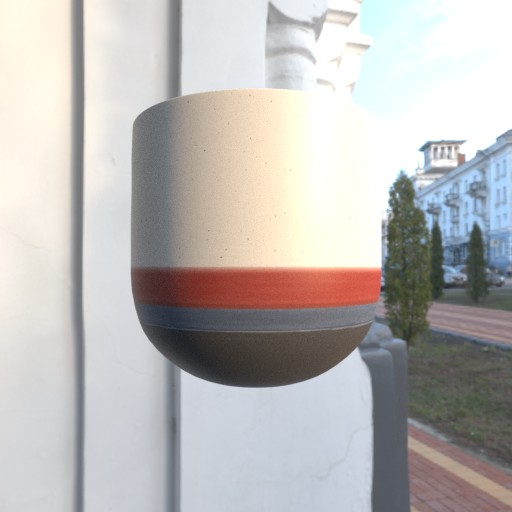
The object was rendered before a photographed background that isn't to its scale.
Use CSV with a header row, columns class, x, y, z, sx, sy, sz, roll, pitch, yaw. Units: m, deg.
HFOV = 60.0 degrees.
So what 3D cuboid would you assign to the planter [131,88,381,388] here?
class,x,y,z,sx,sy,sz,roll,pitch,yaw
planter,0.000,0.000,0.492,0.268,0.270,0.268,0,-1,0
